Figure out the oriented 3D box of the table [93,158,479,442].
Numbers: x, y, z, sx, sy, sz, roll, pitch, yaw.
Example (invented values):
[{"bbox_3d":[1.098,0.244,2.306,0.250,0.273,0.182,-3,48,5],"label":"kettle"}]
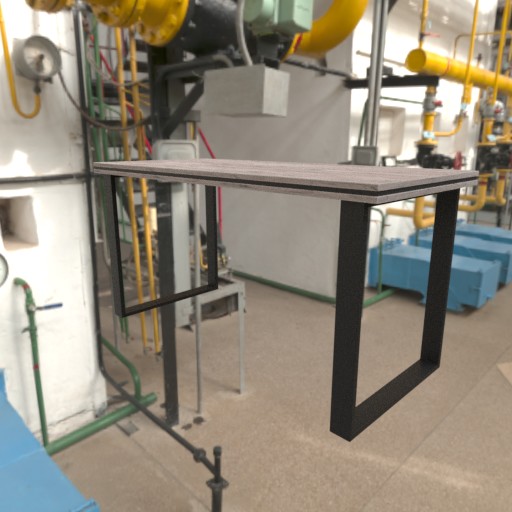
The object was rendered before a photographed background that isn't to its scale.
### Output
[{"bbox_3d":[0.000,0.000,2.257,1.778,0.899,0.795,14,20,43],"label":"table"}]
